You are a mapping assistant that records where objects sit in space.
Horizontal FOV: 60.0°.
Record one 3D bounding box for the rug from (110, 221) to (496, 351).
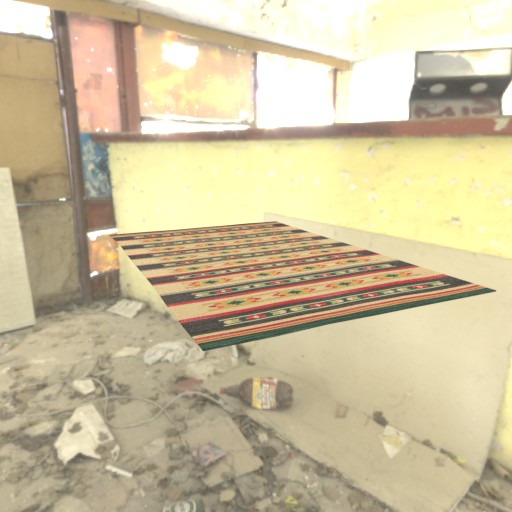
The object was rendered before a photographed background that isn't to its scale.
[{"bbox_3d":[0.000,0.000,2.874,1.522,0.010,2.311,-7,15,-25],"label":"rug"}]
